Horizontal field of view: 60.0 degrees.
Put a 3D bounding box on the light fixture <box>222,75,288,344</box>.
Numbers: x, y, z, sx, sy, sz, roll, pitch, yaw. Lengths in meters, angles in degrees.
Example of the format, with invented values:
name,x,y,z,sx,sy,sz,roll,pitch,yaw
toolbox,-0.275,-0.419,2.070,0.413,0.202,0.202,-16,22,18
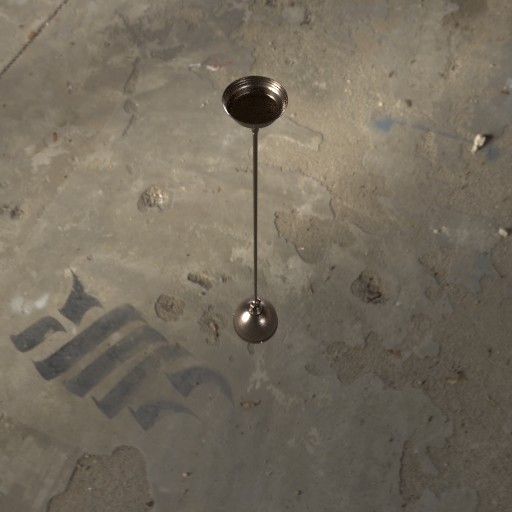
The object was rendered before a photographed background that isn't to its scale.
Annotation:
name,x,y,z,sx,sy,sz,roll,pitch,yaw
light fixture,0.000,0.000,1.478,0.211,1.367,0.217,37,69,17
